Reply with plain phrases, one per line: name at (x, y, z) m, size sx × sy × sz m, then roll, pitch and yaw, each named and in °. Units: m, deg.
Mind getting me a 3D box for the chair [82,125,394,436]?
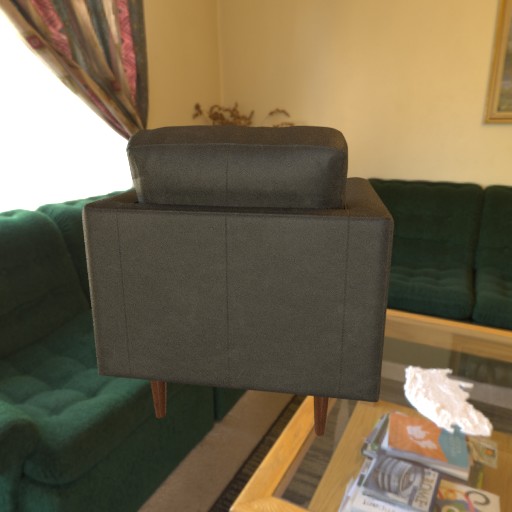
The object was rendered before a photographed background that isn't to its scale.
chair at (0.000, 0.000, 1.590) m, size 0.831 × 0.898 × 0.879 m, roll 3°, pitch 17°, yaw 9°
